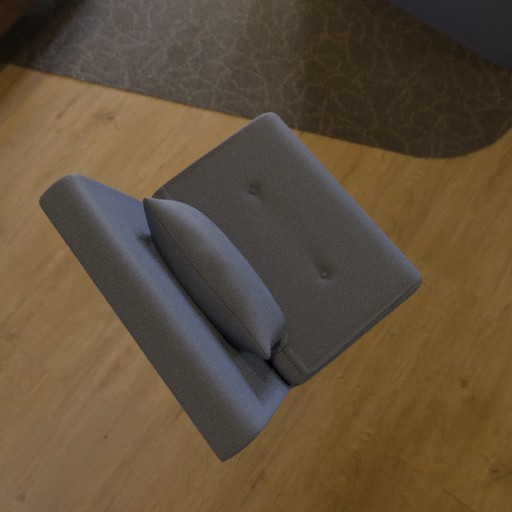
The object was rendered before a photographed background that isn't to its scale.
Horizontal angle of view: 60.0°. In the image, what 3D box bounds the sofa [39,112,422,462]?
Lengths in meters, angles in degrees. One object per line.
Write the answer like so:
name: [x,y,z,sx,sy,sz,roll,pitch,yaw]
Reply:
sofa: [0.000,0.000,1.746,0.996,0.860,0.999,-37,78,-9]
